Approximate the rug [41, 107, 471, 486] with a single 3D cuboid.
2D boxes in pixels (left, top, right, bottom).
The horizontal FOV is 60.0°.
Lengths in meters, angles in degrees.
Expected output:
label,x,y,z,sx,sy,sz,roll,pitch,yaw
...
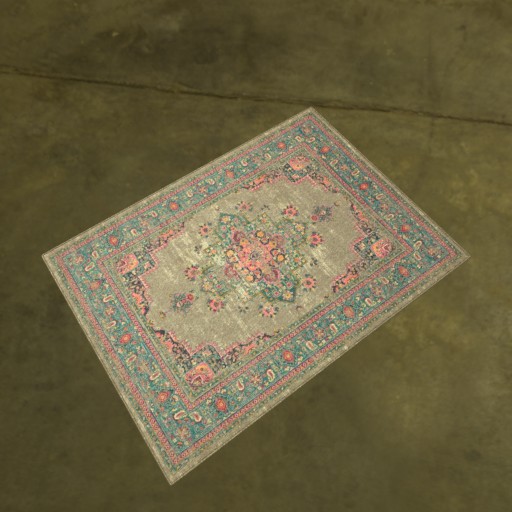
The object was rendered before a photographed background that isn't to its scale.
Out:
label,x,y,z,sx,sy,sz,roll,pitch,yaw
rug,0.000,0.000,2.814,2.214,0.013,1.609,-33,67,-16
